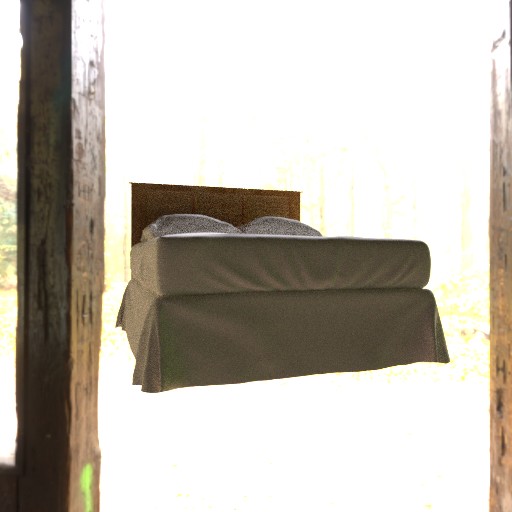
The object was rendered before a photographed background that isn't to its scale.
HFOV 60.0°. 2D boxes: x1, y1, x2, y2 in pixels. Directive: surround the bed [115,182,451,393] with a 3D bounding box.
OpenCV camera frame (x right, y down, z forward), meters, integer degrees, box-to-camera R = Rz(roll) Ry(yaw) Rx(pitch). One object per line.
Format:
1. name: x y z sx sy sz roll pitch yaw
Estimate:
1. bed: 0.000 0.000 3.179 1.870 1.273 2.035 0 0 -20
